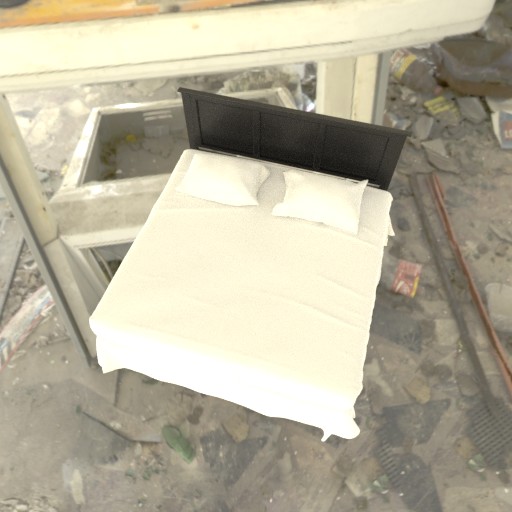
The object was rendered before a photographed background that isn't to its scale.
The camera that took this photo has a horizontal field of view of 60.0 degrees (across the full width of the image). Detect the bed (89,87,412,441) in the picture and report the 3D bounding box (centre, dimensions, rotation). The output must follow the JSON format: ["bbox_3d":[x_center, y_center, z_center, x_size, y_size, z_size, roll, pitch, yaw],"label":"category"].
[{"bbox_3d":[0.000,0.000,3.636,2.315,1.271,2.219,14,57,9],"label":"bed"}]
